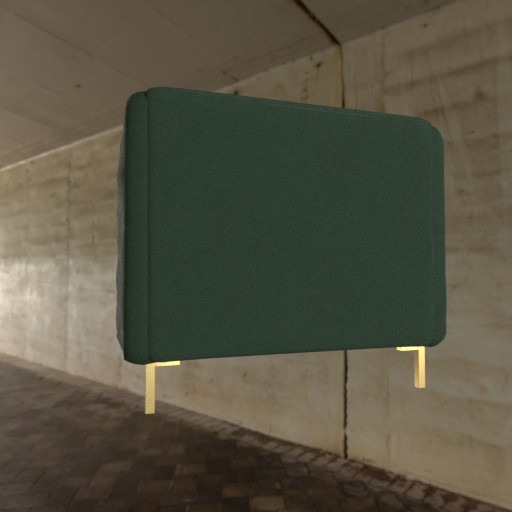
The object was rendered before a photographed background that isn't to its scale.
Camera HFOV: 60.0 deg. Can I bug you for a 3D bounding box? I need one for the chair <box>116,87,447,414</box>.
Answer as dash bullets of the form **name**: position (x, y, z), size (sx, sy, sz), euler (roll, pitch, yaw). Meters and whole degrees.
- **chair**: position (0.000, 0.000, 1.520), size (0.917, 0.768, 0.855), euler (1, -2, -17)
